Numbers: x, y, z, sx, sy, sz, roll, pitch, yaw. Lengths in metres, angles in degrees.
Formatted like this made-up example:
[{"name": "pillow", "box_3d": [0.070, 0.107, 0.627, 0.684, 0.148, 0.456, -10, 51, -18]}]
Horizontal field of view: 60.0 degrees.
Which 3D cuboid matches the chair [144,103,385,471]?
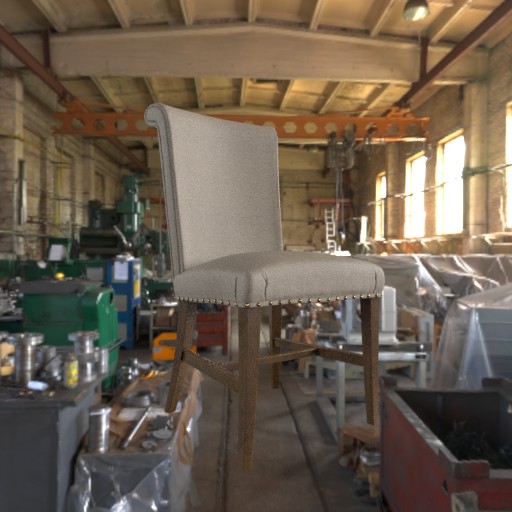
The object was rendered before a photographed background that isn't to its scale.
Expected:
[{"name": "chair", "box_3d": [0.000, 0.000, 1.385, 0.513, 0.988, 0.608, 0, 0, -36]}]
